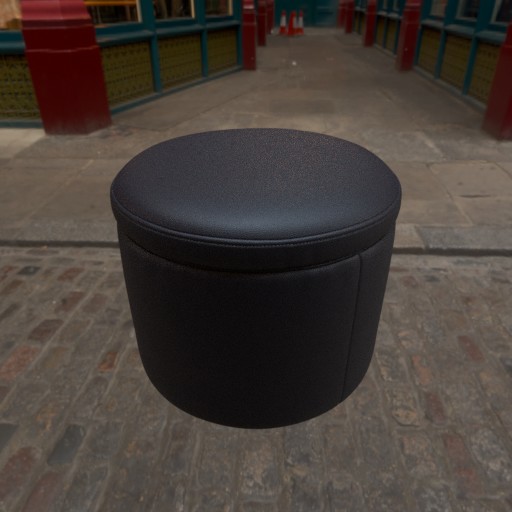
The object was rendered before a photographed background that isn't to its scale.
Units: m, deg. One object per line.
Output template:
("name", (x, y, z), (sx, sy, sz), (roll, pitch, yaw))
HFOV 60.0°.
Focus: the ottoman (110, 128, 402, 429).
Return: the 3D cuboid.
("ottoman", (0.000, 0.000, 0.869), (0.501, 0.409, 0.501), (0, 31, 0))
